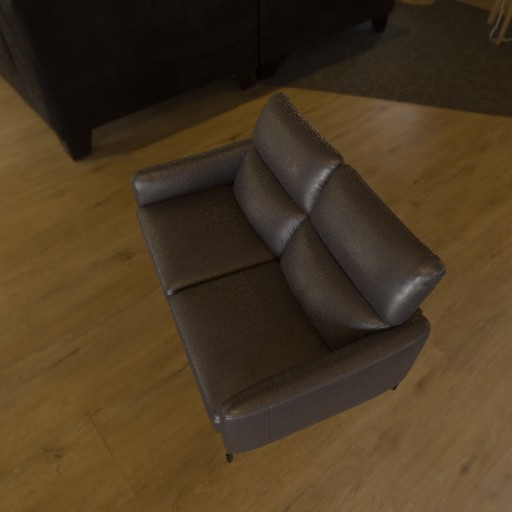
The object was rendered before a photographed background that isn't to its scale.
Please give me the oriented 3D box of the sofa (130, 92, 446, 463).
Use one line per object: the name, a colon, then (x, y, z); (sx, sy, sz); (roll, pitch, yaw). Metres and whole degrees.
sofa: (0.000, 0.000, 2.223); (0.958, 0.920, 1.596); (-18, 51, -15)
